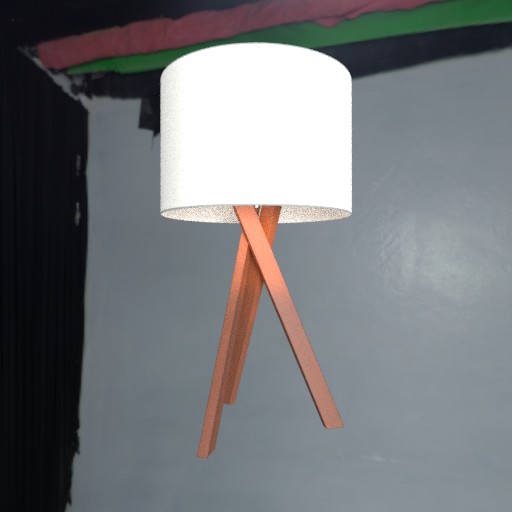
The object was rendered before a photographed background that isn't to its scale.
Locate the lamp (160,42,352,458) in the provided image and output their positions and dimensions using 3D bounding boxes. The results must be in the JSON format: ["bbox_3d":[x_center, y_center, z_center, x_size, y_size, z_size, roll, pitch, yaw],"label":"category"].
[{"bbox_3d":[0.000,0.000,0.902,0.380,0.686,0.380,0,0,18],"label":"lamp"}]
